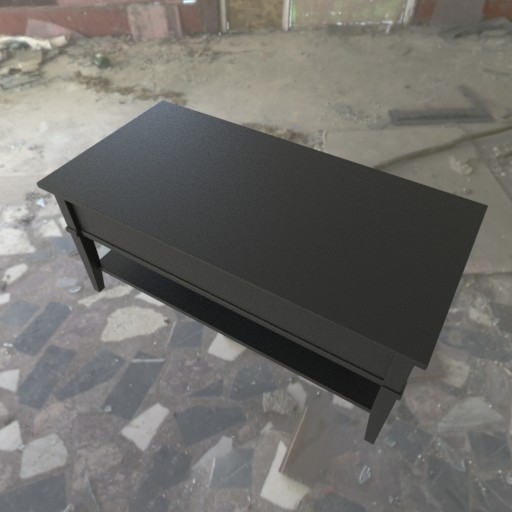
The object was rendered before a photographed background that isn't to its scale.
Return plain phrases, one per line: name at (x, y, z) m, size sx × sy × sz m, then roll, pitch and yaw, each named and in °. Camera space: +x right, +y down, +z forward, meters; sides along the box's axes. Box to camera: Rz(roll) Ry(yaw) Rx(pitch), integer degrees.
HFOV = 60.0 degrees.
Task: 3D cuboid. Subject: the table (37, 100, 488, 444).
table at (0.000, 0.000, 1.312) m, size 1.044 × 0.470 × 0.523 m, roll 24°, pitch 51°, yaw 21°
